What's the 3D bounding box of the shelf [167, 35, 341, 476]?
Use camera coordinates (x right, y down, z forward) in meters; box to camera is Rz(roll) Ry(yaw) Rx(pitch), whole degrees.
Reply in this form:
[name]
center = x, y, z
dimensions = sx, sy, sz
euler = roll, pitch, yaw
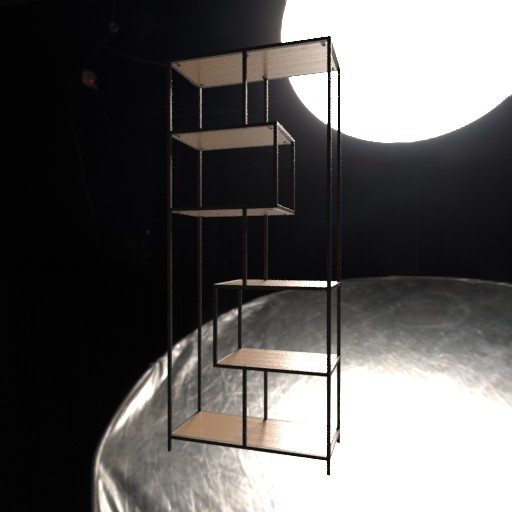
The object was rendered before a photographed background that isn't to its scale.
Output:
[shelf]
center = 0.000, 0.000, 2.141
dimensions = 0.770, 1.850, 0.350
euler = 0, 1, 18
